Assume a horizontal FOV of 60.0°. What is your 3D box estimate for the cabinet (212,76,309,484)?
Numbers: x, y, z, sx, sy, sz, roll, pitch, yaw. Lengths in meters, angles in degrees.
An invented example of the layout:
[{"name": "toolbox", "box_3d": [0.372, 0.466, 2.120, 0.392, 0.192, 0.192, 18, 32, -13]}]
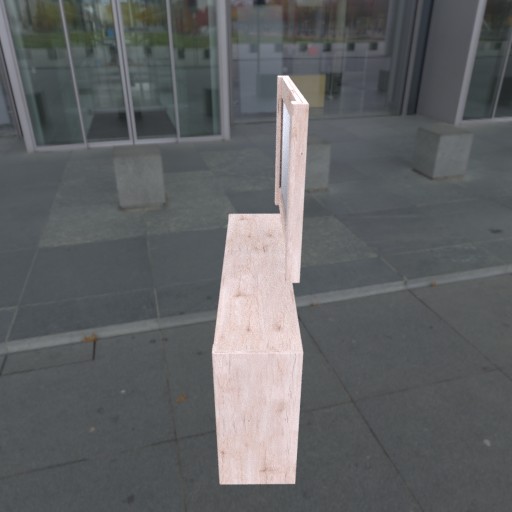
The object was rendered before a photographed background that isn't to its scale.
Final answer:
[{"name": "cabinet", "box_3d": [0.000, 0.000, 2.759, 0.420, 1.981, 1.700, 0, 27, 0]}]
